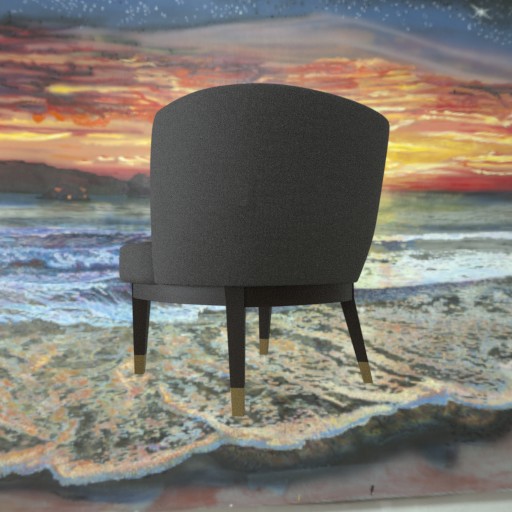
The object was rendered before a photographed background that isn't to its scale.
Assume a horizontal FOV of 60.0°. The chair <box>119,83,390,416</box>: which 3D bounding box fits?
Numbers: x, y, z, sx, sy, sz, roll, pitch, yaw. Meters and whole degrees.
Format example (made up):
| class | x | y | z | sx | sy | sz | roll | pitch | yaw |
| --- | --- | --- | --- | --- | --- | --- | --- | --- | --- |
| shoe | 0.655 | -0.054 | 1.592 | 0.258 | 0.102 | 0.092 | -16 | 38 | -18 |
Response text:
| class | x | y | z | sx | sy | sz | roll | pitch | yaw |
| --- | --- | --- | --- | --- | --- | --- | --- | --- | --- |
| chair | 0.000 | 0.000 | 1.262 | 0.639 | 0.695 | 0.698 | 1 | -2 | -38 |
